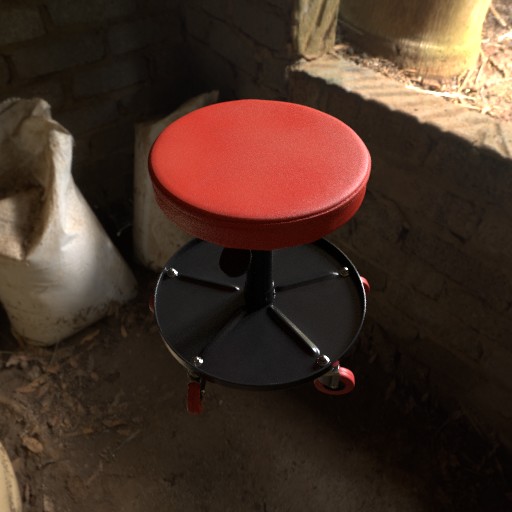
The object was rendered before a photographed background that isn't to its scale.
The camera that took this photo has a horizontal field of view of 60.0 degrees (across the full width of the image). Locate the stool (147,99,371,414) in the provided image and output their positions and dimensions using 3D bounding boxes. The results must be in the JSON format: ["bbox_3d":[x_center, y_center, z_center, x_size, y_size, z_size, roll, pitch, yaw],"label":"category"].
[{"bbox_3d":[0.000,0.000,0.668,0.381,0.365,0.382,9,46,9],"label":"stool"}]
